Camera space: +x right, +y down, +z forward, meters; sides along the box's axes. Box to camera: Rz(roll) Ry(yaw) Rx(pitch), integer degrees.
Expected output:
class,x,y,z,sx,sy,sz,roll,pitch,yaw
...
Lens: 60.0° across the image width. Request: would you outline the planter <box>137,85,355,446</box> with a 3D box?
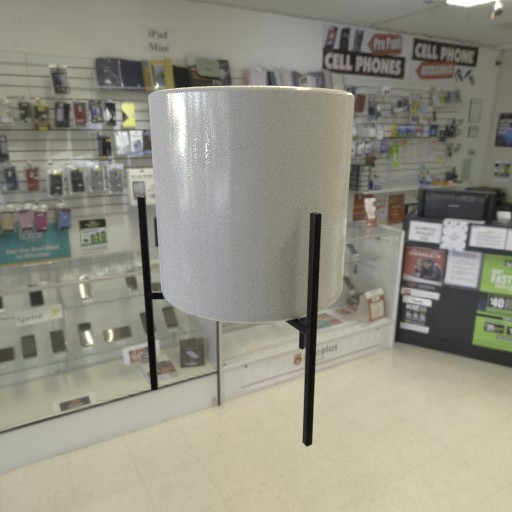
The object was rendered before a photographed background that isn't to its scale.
class,x,y,z,sx,sy,sz,roll,pitch,yaw
planter,0.000,0.000,0.518,0.239,0.356,0.239,-8,18,-26
